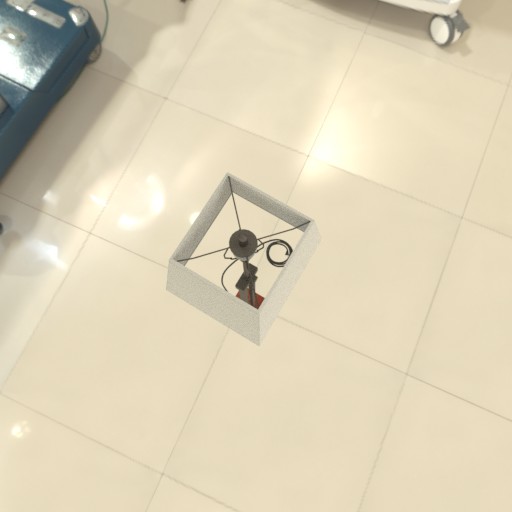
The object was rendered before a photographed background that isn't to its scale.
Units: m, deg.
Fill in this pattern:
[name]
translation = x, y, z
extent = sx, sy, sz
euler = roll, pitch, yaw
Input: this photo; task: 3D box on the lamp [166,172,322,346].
[lamp]
translation = 0.000, 0.000, 2.065
extent = 0.472, 1.712, 0.745
euler = 30, 78, 7
